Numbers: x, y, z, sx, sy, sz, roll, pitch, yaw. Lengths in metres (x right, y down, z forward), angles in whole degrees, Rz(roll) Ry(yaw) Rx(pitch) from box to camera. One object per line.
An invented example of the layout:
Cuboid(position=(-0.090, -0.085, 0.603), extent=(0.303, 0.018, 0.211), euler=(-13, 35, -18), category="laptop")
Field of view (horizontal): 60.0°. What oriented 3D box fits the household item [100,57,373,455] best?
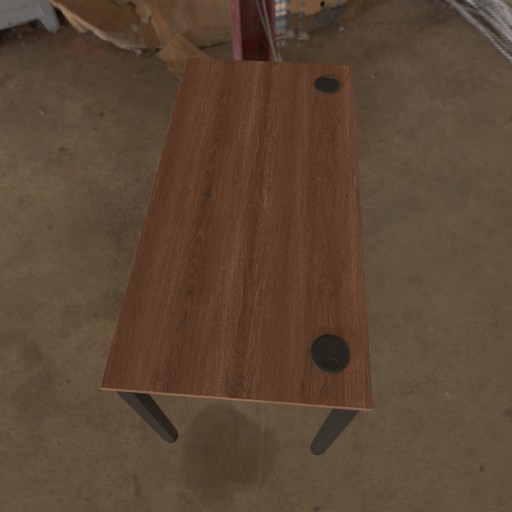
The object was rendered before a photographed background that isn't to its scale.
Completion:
Cuboid(position=(0.000, 0.000, 1.598), extent=(0.600, 0.750, 1.200), euler=(4, 58, 2), category="household item")
